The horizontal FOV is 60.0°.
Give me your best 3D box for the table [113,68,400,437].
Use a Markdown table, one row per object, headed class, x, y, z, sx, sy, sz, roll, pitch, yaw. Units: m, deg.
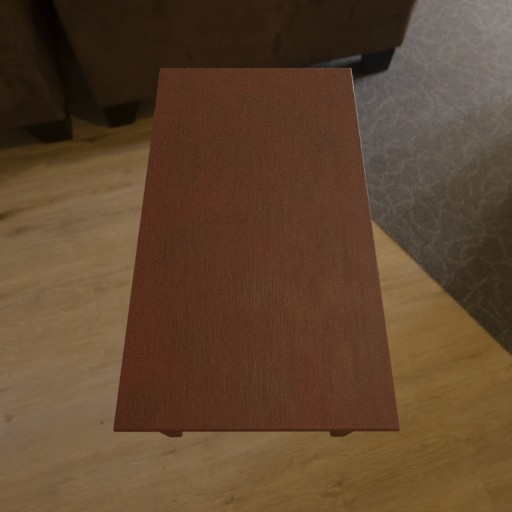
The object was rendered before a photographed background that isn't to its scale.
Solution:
| class | x | y | z | sx | sy | sz | roll | pitch | yaw |
| --- | --- | --- | --- | --- | --- | --- | --- | --- | --- |
| table | 0.000 | 0.000 | 1.230 | 0.533 | 0.456 | 0.943 | 0 | 64 | 0 |
